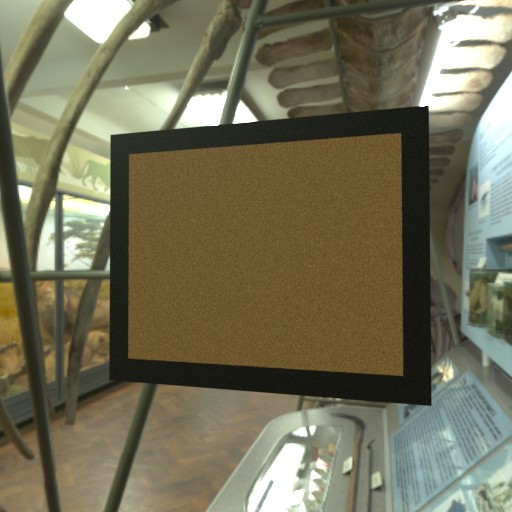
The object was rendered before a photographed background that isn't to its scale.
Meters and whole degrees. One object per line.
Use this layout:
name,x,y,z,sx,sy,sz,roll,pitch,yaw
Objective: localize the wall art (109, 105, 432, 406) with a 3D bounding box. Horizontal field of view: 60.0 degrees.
wall art,0.000,0.000,0.766,0.561,0.460,0.028,0,-1,16
